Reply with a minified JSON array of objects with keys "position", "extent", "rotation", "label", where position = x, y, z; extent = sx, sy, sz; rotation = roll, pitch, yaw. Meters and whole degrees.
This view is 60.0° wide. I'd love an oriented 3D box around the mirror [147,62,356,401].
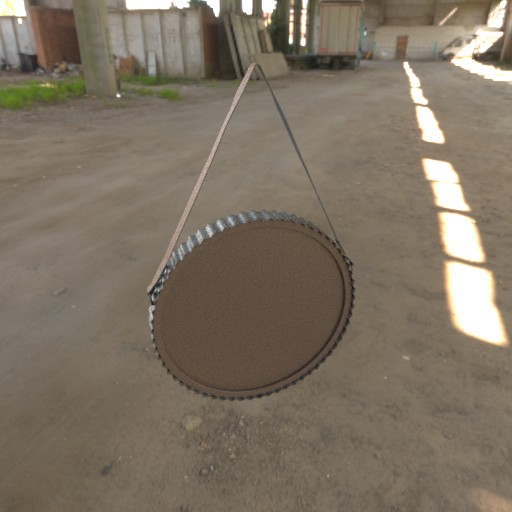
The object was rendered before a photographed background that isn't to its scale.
[{"position":[0.000,0.000,0.710],"extent":[0.355,0.568,0.042],"rotation":[-8,27,-15],"label":"mirror"}]
